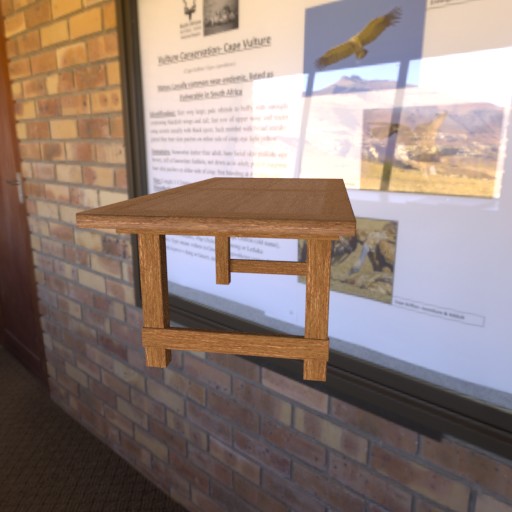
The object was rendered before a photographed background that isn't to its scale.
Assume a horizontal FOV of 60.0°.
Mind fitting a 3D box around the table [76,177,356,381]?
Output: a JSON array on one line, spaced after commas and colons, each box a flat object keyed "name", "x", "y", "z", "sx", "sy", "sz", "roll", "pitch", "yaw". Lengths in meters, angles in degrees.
[{"name": "table", "x": 0.000, "y": 0.000, "z": 2.568, "sx": 1.000, "sy": 0.762, "sz": 1.982, "roll": 2, "pitch": 14, "yaw": 9}]
